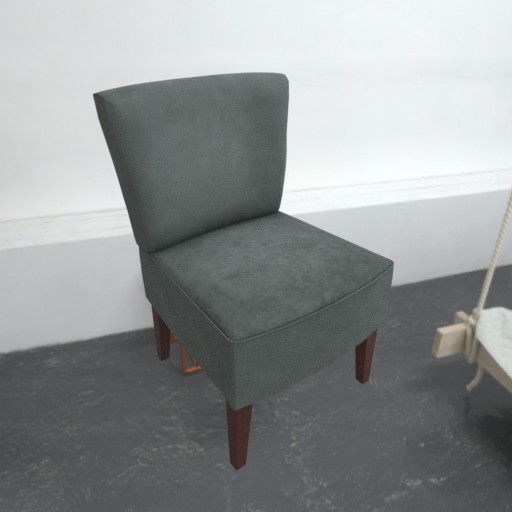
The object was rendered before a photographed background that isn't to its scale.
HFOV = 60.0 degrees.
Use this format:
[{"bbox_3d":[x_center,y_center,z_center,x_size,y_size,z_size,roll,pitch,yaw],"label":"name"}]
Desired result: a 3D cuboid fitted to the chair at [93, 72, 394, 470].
[{"bbox_3d":[0.000,0.000,1.133,0.521,0.806,0.554,-21,36,-32],"label":"chair"}]
